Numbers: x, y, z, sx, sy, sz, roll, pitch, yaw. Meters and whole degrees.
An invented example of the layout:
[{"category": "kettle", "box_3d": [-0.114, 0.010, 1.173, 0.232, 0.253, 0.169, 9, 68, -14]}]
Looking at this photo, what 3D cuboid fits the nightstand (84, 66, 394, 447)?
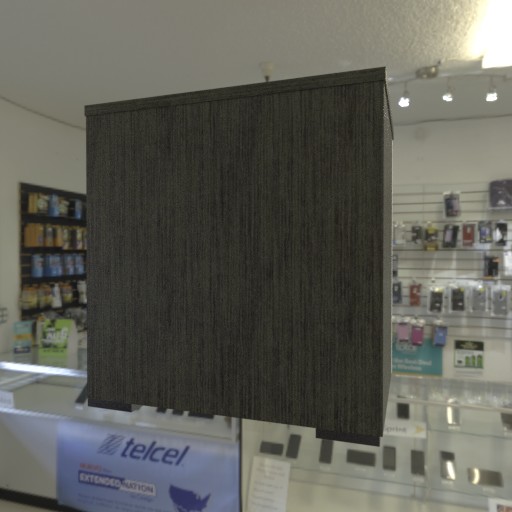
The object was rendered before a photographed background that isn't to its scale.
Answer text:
[{"category": "nightstand", "box_3d": [0.000, 0.000, 0.760, 0.441, 0.460, 0.325, 0, 1, 19]}]
